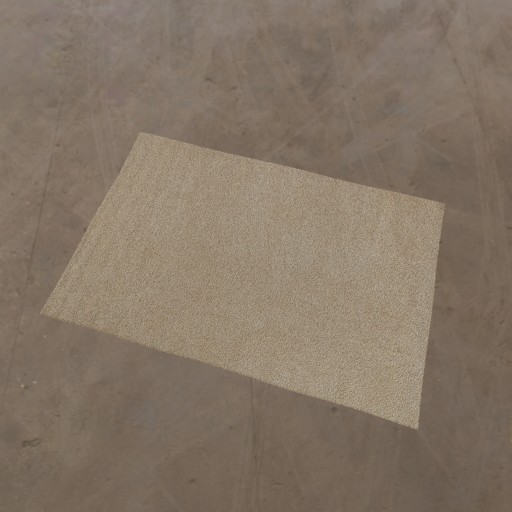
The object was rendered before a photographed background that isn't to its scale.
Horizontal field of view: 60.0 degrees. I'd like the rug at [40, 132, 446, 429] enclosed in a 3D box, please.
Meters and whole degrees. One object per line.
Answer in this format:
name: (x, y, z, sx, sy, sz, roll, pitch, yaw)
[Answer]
rug: (0.000, 0.000, 3.409, 2.699, 0.025, 1.800, 15, 63, 8)
